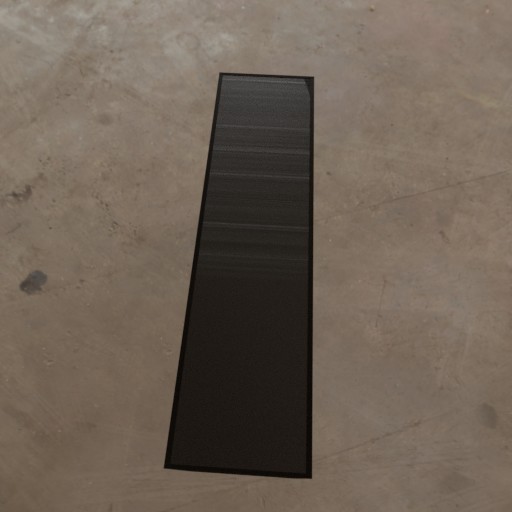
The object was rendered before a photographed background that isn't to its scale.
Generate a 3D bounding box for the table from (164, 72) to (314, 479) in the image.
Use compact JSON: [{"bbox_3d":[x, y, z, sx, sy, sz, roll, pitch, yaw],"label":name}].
[{"bbox_3d":[0.000,0.000,1.677,0.399,0.395,1.486,3,63,2],"label":"table"}]
